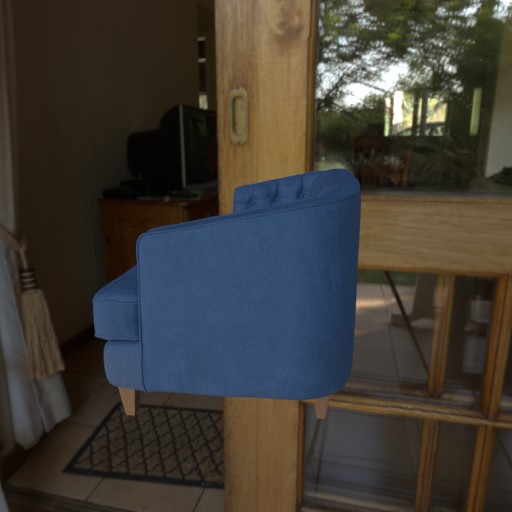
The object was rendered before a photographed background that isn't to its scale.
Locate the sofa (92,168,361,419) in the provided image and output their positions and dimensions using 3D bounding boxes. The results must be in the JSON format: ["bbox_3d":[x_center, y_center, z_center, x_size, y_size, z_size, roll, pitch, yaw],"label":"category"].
[{"bbox_3d":[0.000,0.000,2.277,0.941,0.854,1.733,2,14,8],"label":"sofa"}]
